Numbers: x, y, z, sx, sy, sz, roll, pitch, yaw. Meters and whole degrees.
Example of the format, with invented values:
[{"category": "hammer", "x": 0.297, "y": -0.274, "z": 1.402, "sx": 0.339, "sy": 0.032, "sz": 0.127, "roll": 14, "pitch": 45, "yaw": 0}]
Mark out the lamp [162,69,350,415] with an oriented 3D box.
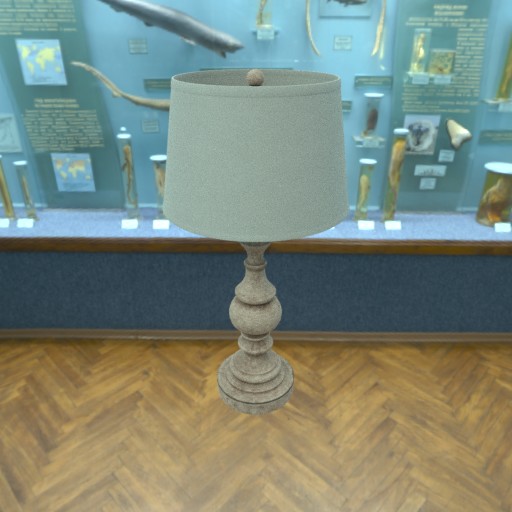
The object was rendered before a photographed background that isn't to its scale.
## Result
[{"category": "lamp", "x": 0.000, "y": 0.000, "z": 0.871, "sx": 0.340, "sy": 0.678, "sz": 0.340, "roll": 0, "pitch": 28, "yaw": 0}]
